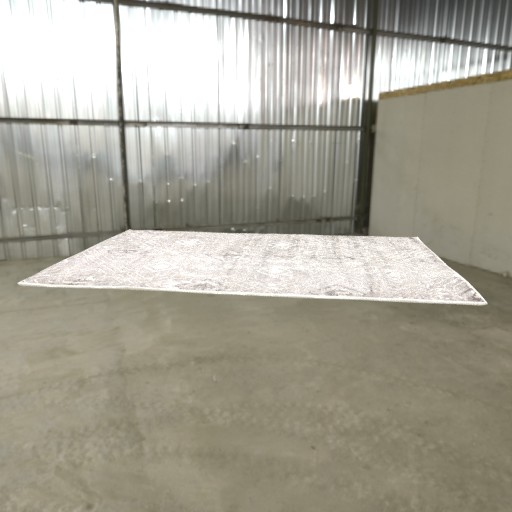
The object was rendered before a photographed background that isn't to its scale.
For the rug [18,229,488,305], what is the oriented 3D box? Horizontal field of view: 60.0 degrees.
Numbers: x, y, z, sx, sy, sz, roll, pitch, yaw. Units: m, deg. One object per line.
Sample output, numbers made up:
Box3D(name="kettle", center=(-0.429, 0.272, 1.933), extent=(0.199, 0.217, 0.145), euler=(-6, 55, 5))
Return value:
Box3D(name="rug", center=(0.000, 0.000, 3.005), extent=(2.447, 0.036, 1.537), euler=(2, 14, 7))
